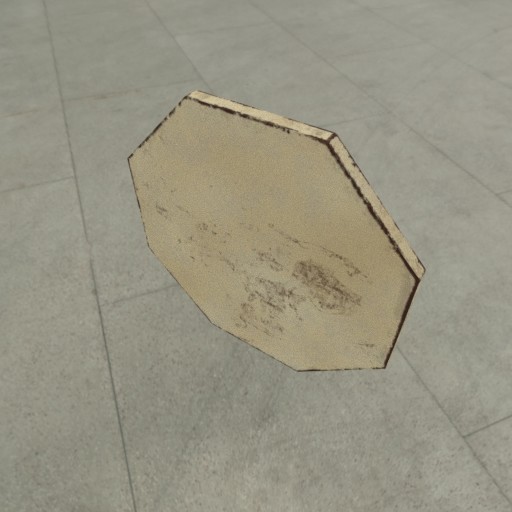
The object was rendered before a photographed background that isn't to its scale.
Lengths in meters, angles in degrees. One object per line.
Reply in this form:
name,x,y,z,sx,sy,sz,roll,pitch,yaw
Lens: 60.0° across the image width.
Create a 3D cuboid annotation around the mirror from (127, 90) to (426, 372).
mirror,0.000,0.000,0.938,0.648,0.648,0.031,25,50,23
